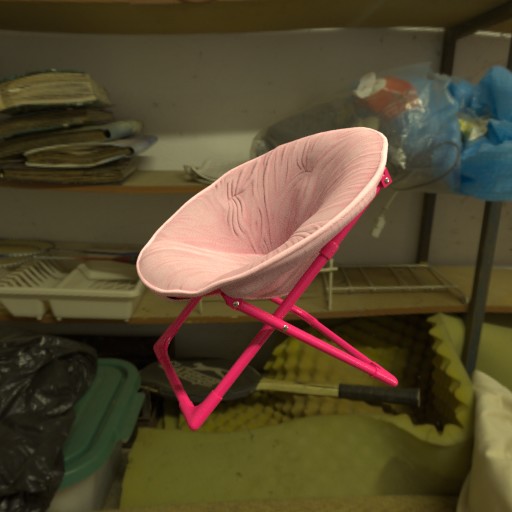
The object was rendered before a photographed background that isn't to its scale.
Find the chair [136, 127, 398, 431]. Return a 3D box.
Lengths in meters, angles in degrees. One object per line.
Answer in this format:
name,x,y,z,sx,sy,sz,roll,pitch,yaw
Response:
chair,0.000,0.000,0.886,0.459,0.494,0.522,-7,18,-23
